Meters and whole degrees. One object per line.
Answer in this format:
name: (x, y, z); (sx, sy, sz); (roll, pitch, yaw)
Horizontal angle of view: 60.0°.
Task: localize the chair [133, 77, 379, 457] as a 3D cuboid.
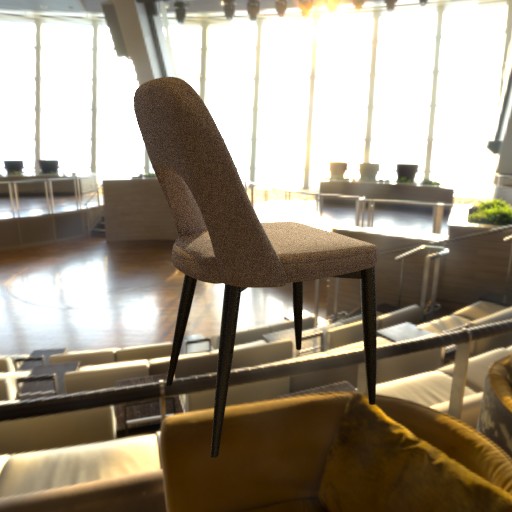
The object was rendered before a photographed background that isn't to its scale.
chair: (0.000, 0.000, 1.295); (0.612, 0.931, 0.470); (-7, 16, -27)
